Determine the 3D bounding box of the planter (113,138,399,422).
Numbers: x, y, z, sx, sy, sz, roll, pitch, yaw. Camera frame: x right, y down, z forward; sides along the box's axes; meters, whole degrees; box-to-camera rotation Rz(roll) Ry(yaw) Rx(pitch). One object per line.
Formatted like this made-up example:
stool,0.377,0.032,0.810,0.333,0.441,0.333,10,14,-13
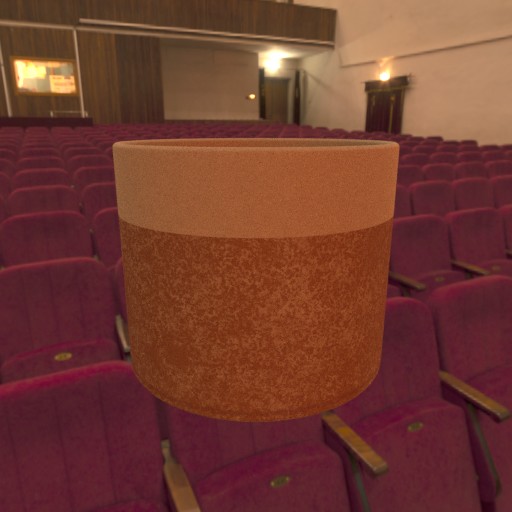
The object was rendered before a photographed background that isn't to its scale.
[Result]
planter,0.000,0.000,0.275,0.159,0.138,0.159,0,16,0
